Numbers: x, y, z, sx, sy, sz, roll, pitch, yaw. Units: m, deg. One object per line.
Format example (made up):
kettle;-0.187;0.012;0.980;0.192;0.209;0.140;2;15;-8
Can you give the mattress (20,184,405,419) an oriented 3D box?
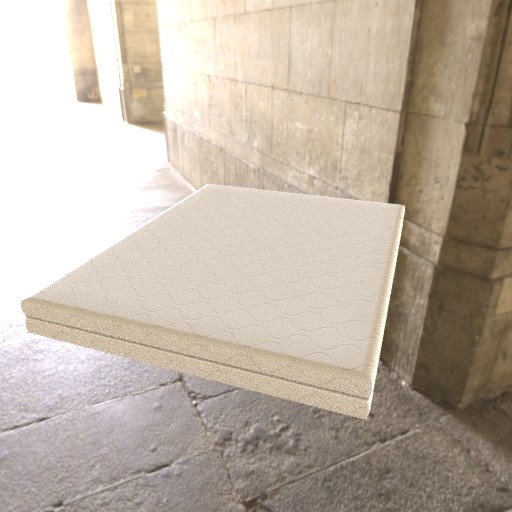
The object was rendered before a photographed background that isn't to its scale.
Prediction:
mattress;0.000;0.000;2.677;1.600;0.200;2.000;9;27;18
